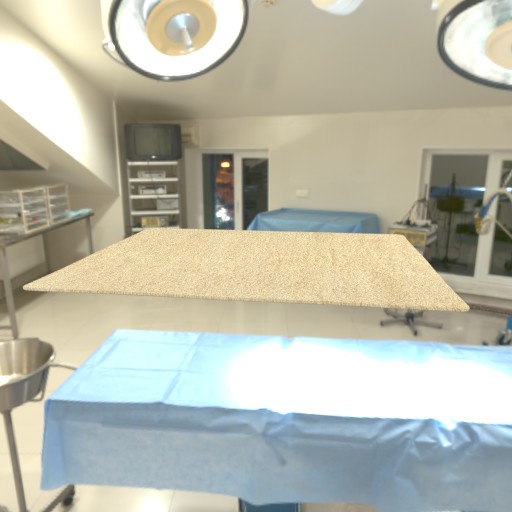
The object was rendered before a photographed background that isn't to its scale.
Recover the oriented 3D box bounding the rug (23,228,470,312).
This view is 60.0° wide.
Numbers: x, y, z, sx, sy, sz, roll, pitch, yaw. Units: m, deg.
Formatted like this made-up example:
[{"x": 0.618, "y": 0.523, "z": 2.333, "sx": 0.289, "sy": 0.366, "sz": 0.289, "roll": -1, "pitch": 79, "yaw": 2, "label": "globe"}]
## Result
[{"x": 0.000, "y": 0.000, "z": 4.061, "sx": 3.001, "sy": 0.025, "sz": 2.401, "roll": 2, "pitch": 14, "yaw": 8, "label": "rug"}]
